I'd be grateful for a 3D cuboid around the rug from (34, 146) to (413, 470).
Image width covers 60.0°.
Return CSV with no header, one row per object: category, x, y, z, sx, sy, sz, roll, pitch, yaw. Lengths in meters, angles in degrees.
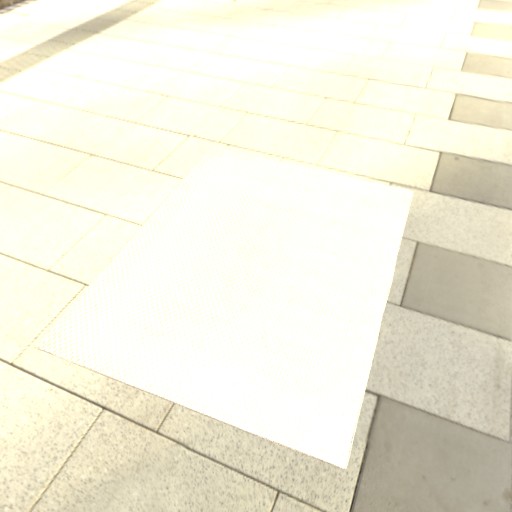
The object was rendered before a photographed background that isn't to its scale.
rug,0.000,0.000,3.821,2.277,0.035,2.897,16,47,15
